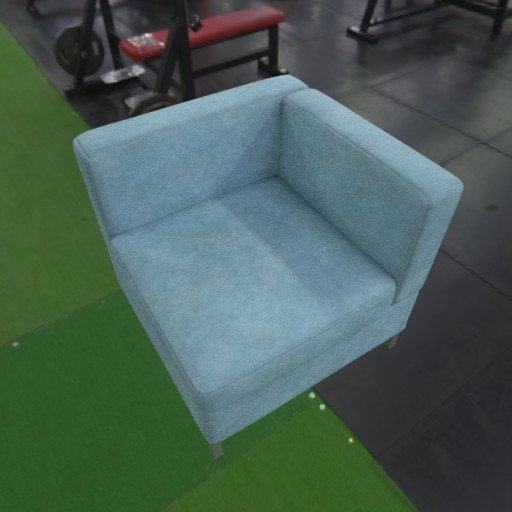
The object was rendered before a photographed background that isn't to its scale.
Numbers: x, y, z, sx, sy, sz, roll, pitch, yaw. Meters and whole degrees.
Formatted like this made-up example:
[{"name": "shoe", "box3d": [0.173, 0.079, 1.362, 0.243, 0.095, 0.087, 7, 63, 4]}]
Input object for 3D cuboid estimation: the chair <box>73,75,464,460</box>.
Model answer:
[{"name": "chair", "box3d": [0.000, 0.000, 1.233, 0.691, 0.660, 0.684, -25, 51, -22]}]
